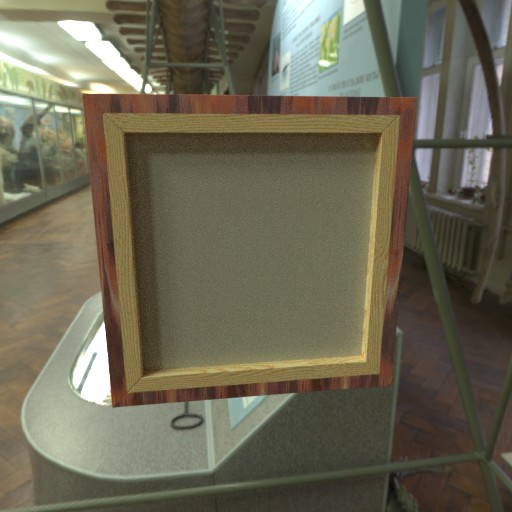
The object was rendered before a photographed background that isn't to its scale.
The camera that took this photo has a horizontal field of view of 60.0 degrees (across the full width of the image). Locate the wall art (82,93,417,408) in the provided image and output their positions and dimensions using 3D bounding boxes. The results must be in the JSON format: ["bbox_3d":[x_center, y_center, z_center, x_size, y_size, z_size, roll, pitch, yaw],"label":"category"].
[{"bbox_3d":[0.000,0.000,0.599,0.403,0.406,0.038,-2,15,-8],"label":"wall art"}]
